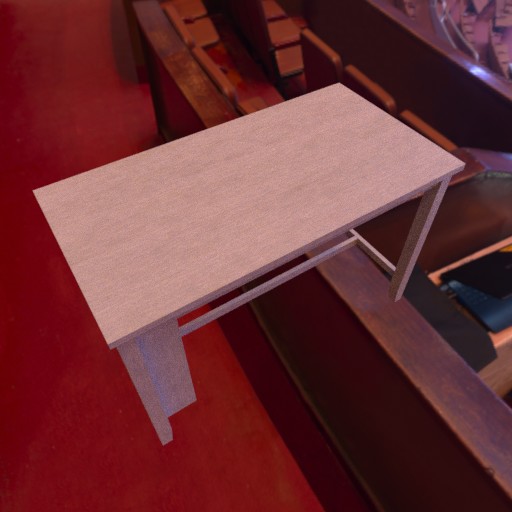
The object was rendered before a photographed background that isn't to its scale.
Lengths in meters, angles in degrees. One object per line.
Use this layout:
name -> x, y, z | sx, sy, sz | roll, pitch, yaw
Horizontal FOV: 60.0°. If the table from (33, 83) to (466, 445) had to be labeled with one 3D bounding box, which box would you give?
table -> 0.000, 0.000, 1.935 | 1.397, 0.874, 0.729 | -26, 54, -21
